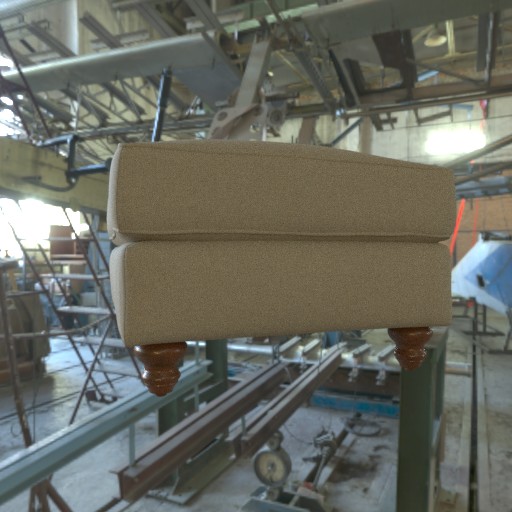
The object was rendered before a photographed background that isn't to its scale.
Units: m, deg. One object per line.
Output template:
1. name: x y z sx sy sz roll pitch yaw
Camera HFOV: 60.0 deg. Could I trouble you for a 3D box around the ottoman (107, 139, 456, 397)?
1. ottoman: 0.000 0.000 1.125 0.716 0.505 0.662 0 0 -19
